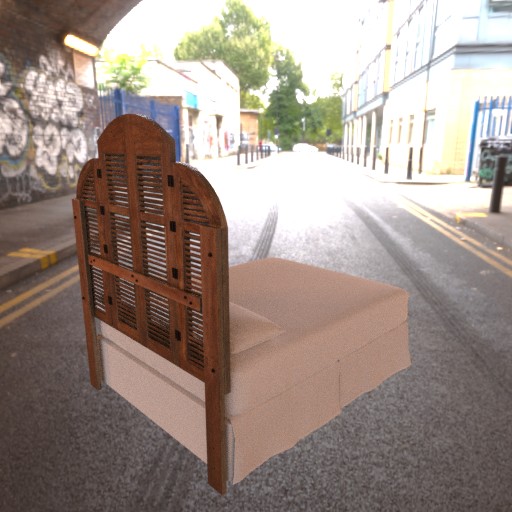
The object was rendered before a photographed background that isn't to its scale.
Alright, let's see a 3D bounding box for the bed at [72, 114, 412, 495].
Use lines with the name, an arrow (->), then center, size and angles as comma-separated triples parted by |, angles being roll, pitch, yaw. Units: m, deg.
bed -> 0.000, 0.000, 3.440 | 2.138, 2.019, 1.713 | -14, 20, -43
